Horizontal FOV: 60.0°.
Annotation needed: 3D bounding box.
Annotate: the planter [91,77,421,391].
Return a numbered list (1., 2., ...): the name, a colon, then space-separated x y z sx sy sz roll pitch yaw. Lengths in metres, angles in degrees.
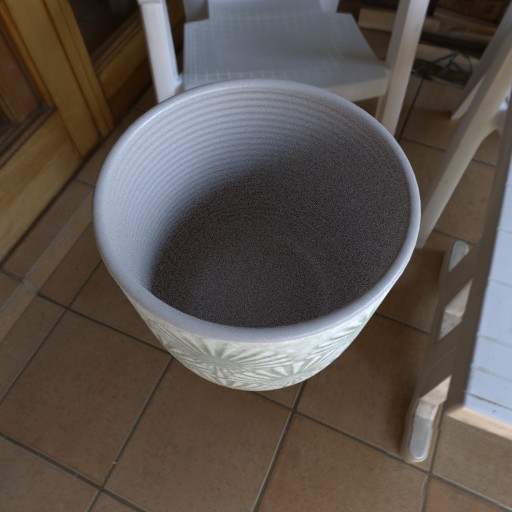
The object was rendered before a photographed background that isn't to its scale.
1. planter: 0.000 0.000 0.215 0.124 0.109 0.124 0 60 0
